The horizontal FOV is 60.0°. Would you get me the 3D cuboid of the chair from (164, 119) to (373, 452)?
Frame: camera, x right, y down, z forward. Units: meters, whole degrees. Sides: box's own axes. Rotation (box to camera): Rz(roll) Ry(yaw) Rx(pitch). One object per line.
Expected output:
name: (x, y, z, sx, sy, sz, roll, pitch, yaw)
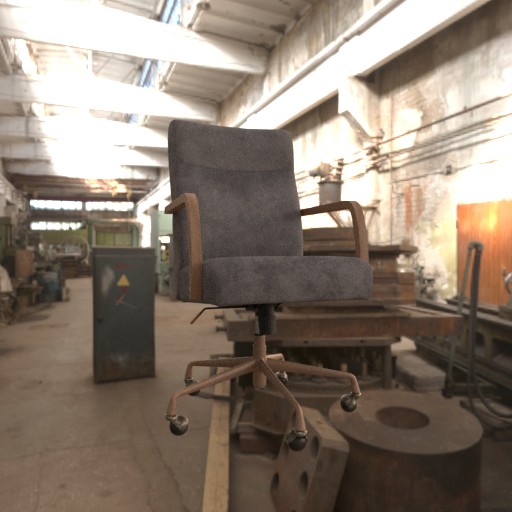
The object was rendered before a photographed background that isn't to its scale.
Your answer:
chair: (0.000, 0.000, 1.484, 0.640, 1.029, 0.741, 0, 1, -19)
